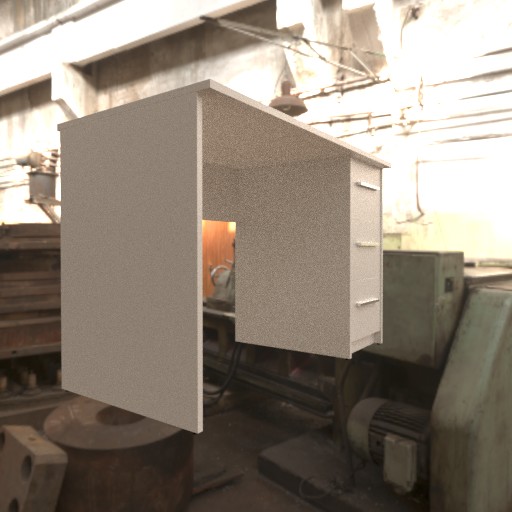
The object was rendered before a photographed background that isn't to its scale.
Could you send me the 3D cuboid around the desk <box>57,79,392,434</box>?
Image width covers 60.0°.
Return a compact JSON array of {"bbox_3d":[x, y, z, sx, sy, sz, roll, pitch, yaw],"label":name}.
[{"bbox_3d":[0.000,0.000,1.507,0.560,0.735,1.097,1,1,36],"label":"desk"}]
